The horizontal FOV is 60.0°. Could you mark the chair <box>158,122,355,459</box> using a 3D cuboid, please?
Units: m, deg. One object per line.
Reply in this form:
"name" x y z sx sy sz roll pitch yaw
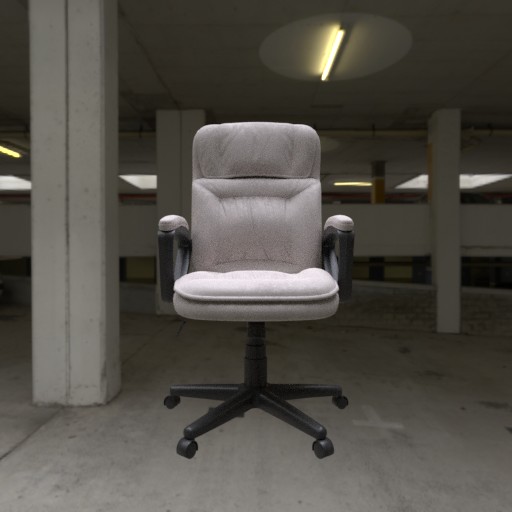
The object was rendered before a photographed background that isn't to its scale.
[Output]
"chair" 0.000 0.000 1.550 0.667 1.105 0.724 0 1 0
